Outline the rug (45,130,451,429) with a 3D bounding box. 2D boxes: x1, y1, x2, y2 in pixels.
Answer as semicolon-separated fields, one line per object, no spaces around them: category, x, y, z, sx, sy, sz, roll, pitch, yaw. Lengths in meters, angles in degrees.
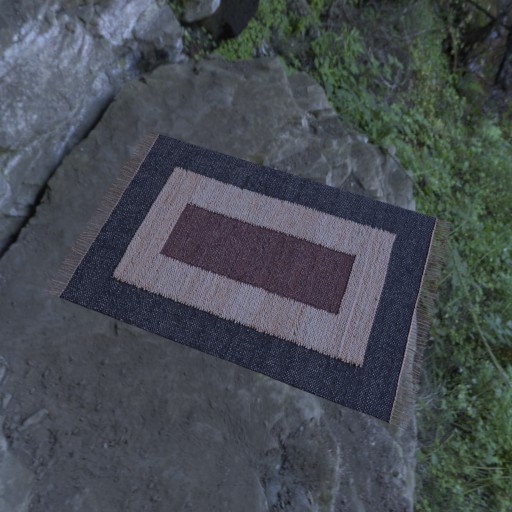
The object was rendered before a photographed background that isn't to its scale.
rug;0.000;0.000;2.513;2.021;0.027;1.224;19;65;9
